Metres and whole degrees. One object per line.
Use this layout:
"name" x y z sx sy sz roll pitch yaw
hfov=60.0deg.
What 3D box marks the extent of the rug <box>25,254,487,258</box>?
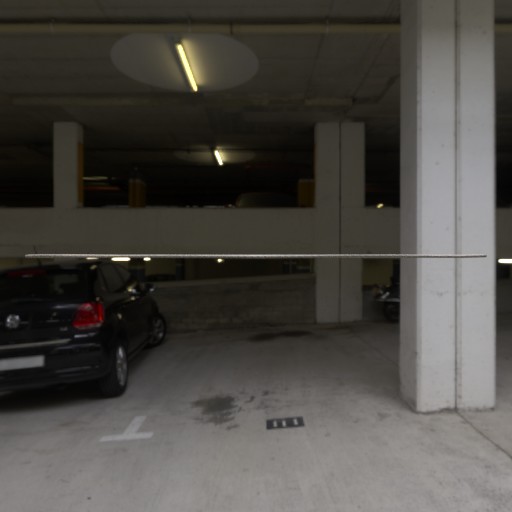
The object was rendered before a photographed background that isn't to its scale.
"rug" 0.000 0.000 3.124 2.459 0.023 1.575 0 0 0
